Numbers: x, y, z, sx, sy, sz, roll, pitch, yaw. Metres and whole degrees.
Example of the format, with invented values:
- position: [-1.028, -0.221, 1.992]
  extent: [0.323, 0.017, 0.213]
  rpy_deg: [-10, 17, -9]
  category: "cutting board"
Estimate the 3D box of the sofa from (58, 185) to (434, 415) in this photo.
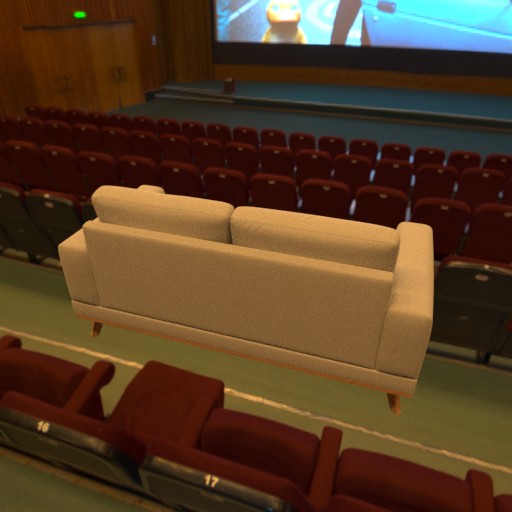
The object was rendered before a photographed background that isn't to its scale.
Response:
- position: [0.000, 0.000, 2.203]
  extent: [1.651, 0.810, 0.915]
  rpy_deg: [10, 33, 16]
  category: "sofa"
